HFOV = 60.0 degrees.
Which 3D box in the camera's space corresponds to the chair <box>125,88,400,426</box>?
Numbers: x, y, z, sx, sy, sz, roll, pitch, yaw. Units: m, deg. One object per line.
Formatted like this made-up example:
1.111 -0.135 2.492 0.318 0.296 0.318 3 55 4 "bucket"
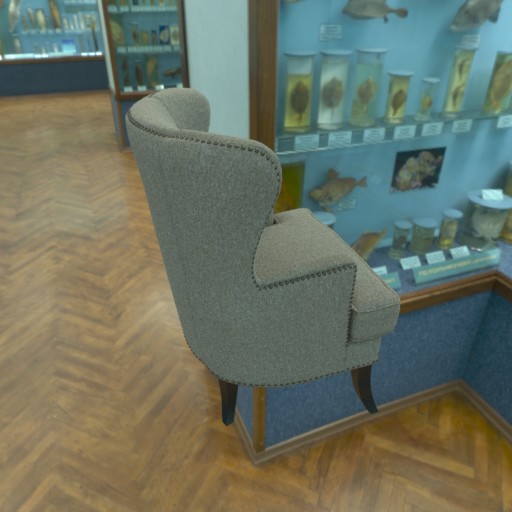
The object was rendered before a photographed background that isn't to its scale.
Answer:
0.000 0.000 1.582 0.758 1.060 0.759 -10 32 -16 "chair"
